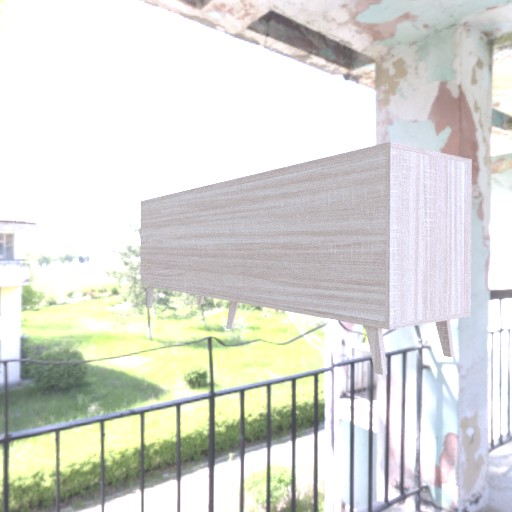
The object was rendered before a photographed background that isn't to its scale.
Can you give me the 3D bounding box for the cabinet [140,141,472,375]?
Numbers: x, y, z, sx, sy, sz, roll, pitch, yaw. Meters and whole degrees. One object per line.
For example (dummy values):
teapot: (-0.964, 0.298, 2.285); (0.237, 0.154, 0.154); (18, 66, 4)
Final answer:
cabinet: (0.000, 0.000, 2.488); (0.500, 0.780, 2.200); (-1, 1, -36)
